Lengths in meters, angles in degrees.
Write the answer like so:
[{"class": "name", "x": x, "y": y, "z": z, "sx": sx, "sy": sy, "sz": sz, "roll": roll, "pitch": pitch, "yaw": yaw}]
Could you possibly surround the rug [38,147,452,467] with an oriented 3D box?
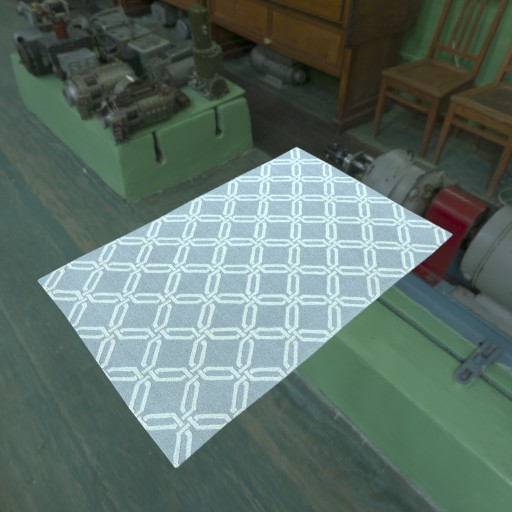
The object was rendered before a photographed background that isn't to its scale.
[{"class": "rug", "x": 0.000, "y": 0.000, "z": 2.197, "sx": 1.754, "sy": 0.010, "sz": 1.148, "roll": -33, "pitch": 54, "yaw": -28}]
